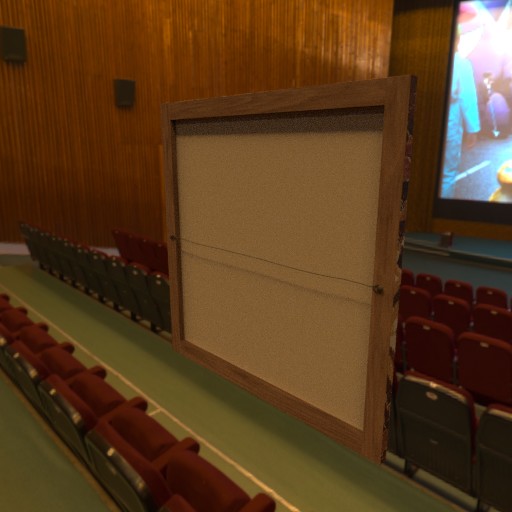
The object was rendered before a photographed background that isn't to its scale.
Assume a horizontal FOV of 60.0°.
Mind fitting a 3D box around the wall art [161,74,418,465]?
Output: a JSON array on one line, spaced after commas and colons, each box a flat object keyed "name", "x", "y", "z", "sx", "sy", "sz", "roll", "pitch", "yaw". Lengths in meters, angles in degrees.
[{"name": "wall art", "x": 0.000, "y": 0.000, "z": 1.099, "sx": 0.028, "sy": 0.762, "sz": 0.757, "roll": -13, "pitch": 19, "yaw": -43}]
